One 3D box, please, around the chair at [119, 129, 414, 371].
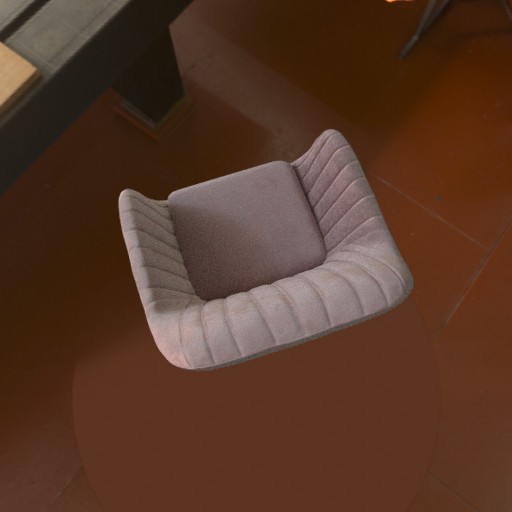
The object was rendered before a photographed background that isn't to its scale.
[{"bbox_3d":[0.000,0.000,1.250,0.610,0.832,0.570,-18,75,-5],"label":"chair"}]
